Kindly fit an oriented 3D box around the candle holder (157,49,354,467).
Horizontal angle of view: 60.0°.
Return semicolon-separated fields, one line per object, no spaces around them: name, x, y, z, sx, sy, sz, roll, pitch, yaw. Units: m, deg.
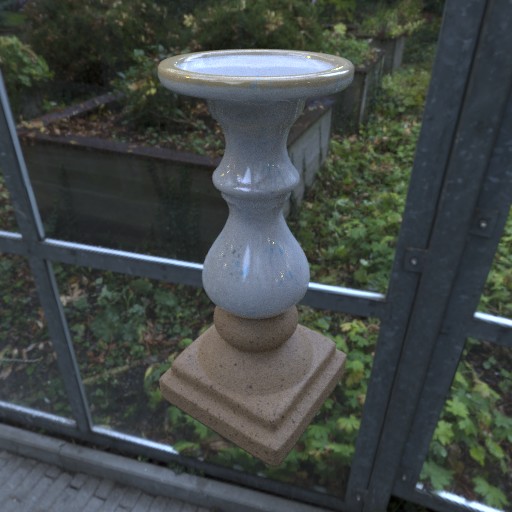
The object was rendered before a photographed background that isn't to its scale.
candle holder;0.000;0.000;0.293;0.110;0.239;0.110;20;37;29
